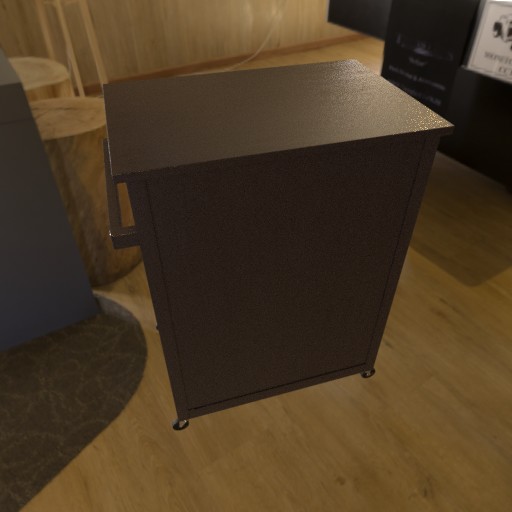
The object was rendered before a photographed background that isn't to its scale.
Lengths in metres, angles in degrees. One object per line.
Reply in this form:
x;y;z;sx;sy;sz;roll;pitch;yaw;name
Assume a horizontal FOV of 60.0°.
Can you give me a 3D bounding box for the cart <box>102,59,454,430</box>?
0.000;0.000;1.249;0.690;0.878;0.449;-11;42;-13;cart
